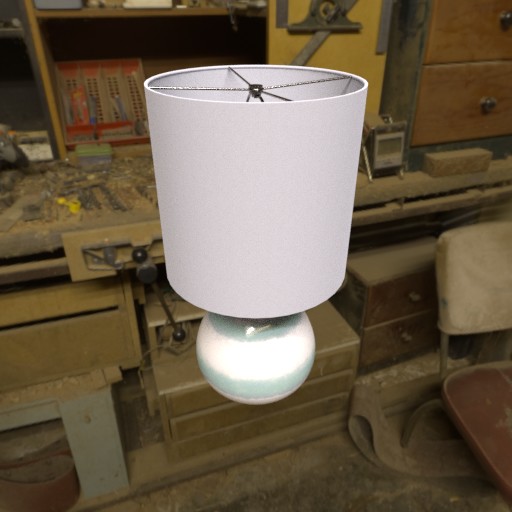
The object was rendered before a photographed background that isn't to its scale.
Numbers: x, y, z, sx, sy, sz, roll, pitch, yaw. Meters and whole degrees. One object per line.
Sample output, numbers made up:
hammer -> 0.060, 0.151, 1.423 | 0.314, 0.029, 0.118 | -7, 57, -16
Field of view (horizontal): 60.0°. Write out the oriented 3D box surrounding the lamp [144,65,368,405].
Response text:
lamp -> 0.000, 0.000, 0.540 | 0.217, 0.404, 0.217 | -9, 32, -15
